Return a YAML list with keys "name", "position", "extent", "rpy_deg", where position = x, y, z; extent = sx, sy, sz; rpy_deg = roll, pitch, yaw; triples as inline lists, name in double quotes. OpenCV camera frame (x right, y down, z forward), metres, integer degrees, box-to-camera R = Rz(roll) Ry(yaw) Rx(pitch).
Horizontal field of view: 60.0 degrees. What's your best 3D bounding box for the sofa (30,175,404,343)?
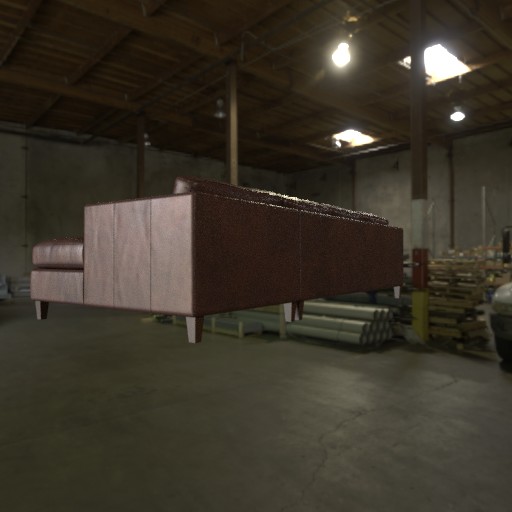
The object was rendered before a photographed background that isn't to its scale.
- name: "sofa"
  position: [0.000, 0.000, 3.896]
  extent: [1.581, 0.883, 3.203]
  rpy_deg: [0, 0, 36]
